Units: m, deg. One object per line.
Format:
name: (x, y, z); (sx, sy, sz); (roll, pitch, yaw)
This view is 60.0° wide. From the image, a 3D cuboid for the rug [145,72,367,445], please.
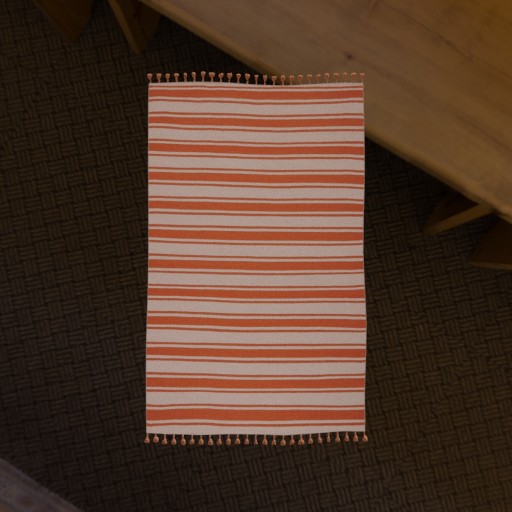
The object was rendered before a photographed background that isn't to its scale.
rug: (0.000, 0.000, 2.485); (1.232, 0.017, 2.092); (0, 88, 0)
